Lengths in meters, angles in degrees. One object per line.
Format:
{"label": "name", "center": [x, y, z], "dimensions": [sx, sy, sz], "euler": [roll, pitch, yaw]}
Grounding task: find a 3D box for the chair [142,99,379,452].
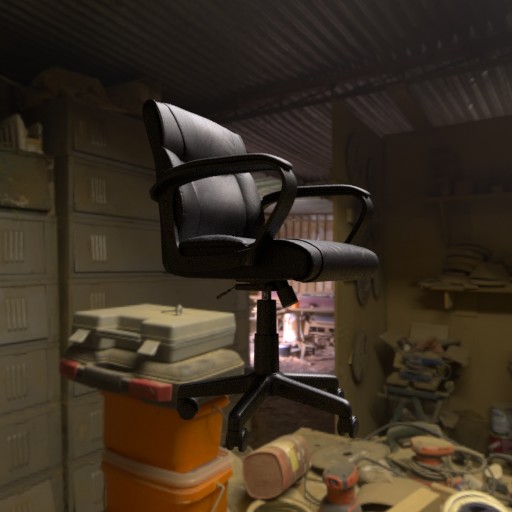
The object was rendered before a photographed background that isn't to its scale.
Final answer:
{"label": "chair", "center": [0.000, 0.000, 1.379], "dimensions": [0.641, 0.998, 0.576], "euler": [-1, -1, 34]}
